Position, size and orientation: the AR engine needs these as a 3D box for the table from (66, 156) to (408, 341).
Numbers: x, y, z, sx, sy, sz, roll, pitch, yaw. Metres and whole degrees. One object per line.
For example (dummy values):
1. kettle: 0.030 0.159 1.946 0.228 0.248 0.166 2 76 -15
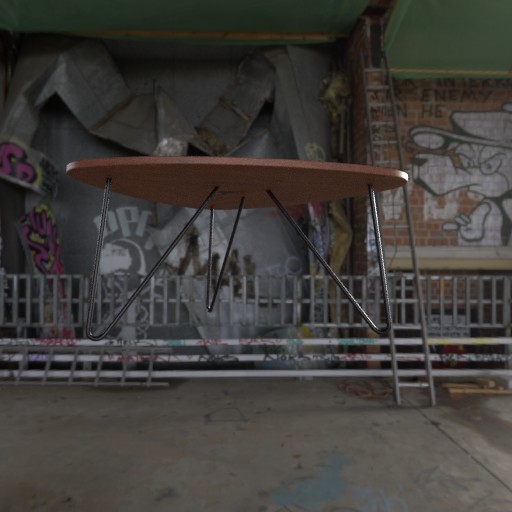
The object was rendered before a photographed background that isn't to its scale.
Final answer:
1. table: 0.000 0.000 1.267 0.821 0.413 0.833 0 -1 19
